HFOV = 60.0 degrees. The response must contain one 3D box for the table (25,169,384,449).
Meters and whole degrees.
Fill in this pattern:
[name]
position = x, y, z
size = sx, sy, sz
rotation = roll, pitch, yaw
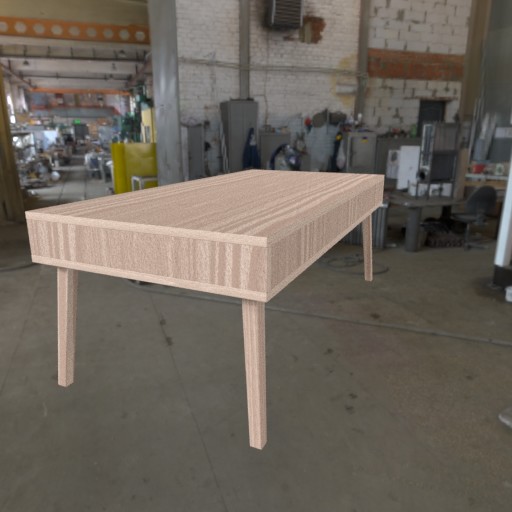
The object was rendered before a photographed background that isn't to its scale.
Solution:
[table]
position = 0.000, 0.000, 1.469
size = 0.600, 0.450, 1.200
rotation = 7, 18, 24
